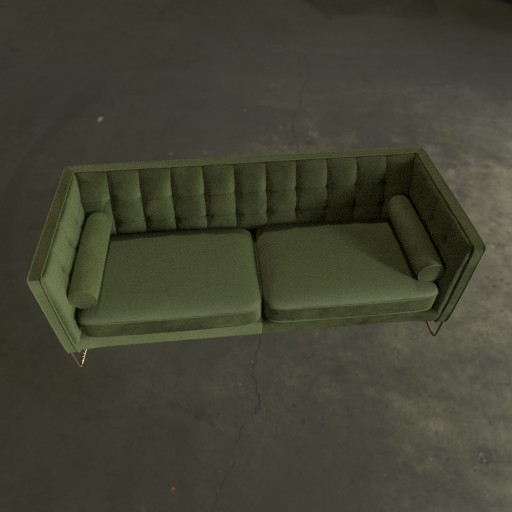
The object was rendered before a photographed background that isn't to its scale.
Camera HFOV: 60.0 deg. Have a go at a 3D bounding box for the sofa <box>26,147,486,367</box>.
[{"bbox_3d":[0.000,0.000,2.512,2.087,0.789,0.867,-4,47,-4],"label":"sofa"}]
